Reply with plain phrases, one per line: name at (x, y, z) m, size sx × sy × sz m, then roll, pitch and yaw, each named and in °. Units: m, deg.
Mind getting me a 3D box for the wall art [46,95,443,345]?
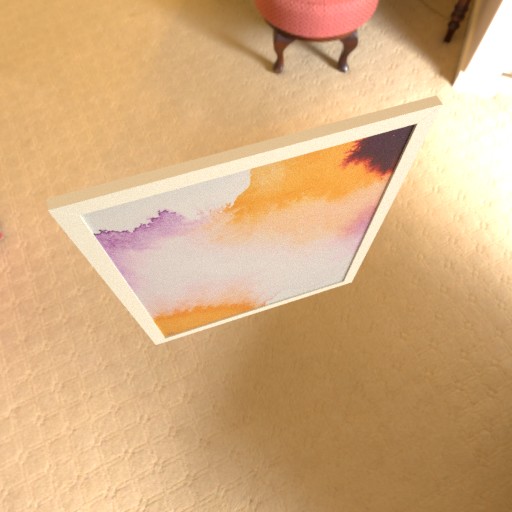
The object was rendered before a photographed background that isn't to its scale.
wall art at (0.000, 0.000, 0.615) m, size 0.382 × 0.456 × 0.013 m, roll -17°, pitch 65°, yaw -8°
